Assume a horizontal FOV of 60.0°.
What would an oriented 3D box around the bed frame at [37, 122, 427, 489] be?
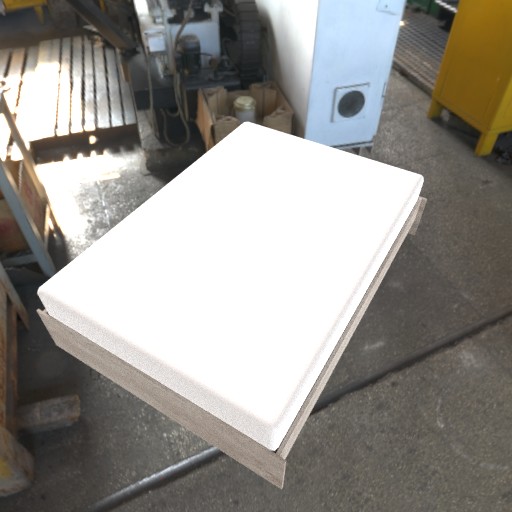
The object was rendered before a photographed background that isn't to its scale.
[{"bbox_3d":[0.000,0.000,2.634,1.445,0.497,1.945,23,50,21],"label":"bed frame"}]
